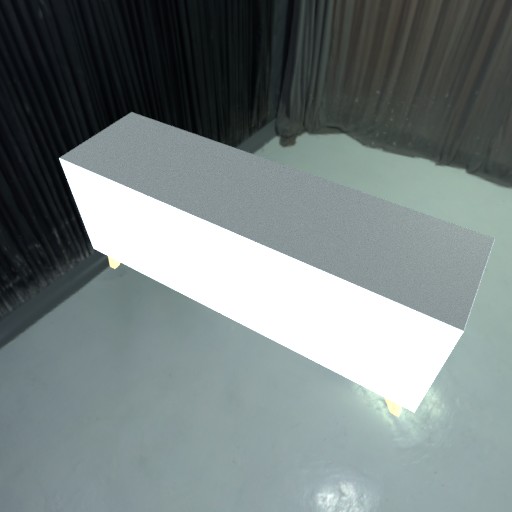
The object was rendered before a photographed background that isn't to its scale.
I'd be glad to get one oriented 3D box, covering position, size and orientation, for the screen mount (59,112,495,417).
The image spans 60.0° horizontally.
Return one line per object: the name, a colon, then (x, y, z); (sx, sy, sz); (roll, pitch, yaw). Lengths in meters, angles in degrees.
screen mount: (0.000, 0.000, 1.746); (1.490, 0.619, 0.400); (24, 51, 21)
